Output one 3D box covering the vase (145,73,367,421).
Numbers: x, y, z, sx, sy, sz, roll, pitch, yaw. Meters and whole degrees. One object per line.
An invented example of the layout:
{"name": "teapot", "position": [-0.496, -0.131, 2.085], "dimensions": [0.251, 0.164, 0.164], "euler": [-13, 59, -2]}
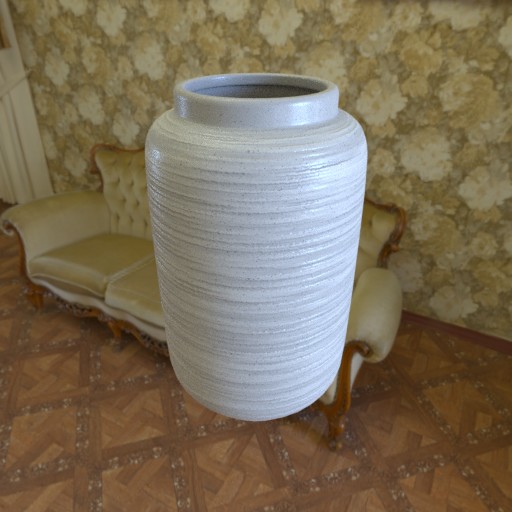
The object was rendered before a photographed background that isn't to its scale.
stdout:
{"name": "vase", "position": [0.000, 0.000, 0.458], "dimensions": [0.202, 0.335, 0.202], "euler": [0, 30, 0]}
